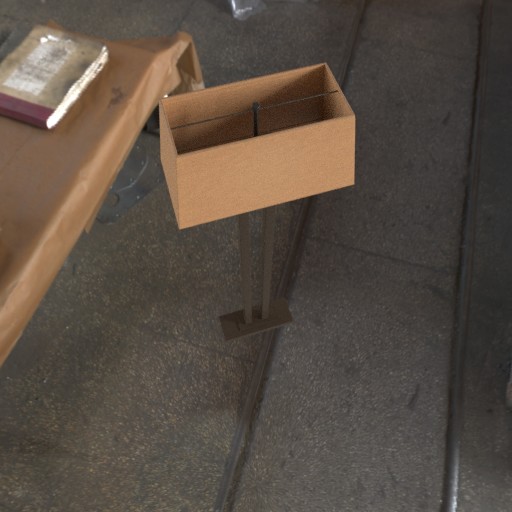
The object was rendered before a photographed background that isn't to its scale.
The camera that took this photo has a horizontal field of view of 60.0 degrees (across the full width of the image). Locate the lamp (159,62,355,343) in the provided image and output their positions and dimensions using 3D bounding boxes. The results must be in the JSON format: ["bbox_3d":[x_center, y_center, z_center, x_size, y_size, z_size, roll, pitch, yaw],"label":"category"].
[{"bbox_3d":[0.000,0.000,1.639,0.475,1.469,0.233,-15,64,-8],"label":"lamp"}]
